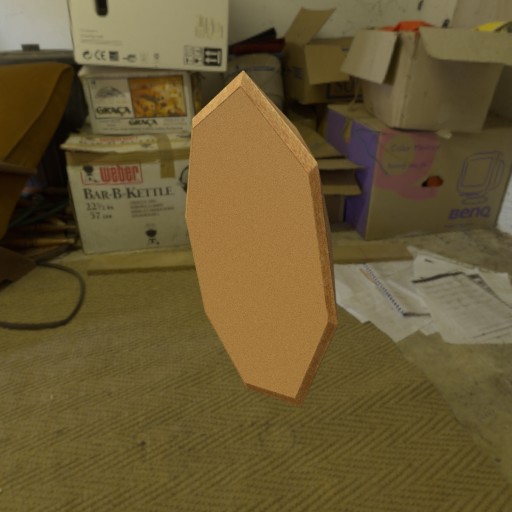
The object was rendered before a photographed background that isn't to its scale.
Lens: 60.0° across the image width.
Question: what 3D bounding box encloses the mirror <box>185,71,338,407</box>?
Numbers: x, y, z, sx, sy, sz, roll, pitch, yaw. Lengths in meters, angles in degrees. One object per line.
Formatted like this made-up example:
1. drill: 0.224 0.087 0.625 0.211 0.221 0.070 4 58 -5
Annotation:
1. mirror: 0.000 0.000 0.994 0.070 0.774 0.577 -19 34 -30
